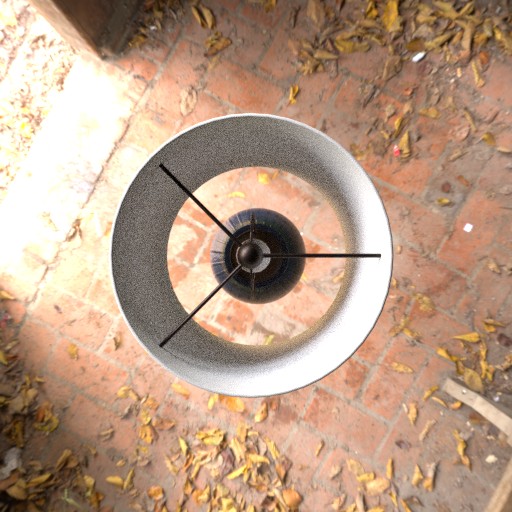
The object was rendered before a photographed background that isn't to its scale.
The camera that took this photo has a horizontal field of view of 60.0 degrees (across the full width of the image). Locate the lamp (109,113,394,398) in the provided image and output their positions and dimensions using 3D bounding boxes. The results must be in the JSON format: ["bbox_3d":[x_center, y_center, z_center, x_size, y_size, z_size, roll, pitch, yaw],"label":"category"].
[{"bbox_3d":[0.000,0.000,0.780,0.329,0.570,0.329,0,90,1],"label":"lamp"}]
